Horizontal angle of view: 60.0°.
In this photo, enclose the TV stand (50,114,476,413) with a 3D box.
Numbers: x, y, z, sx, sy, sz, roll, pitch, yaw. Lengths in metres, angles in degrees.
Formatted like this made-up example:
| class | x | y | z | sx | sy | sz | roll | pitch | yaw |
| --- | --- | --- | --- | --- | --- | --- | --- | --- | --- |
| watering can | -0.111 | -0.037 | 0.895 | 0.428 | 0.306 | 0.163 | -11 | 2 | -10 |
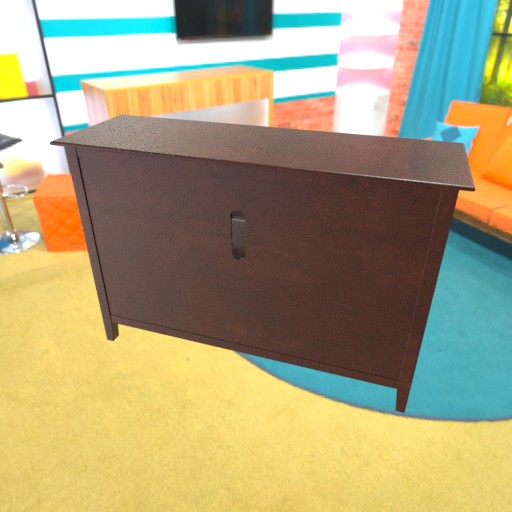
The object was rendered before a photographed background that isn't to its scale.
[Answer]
| class | x | y | z | sx | sy | sz | roll | pitch | yaw |
| --- | --- | --- | --- | --- | --- | --- | --- | --- | --- |
| TV stand | 0.000 | 0.000 | 1.767 | 1.372 | 0.915 | 0.445 | 10 | 32 | 16 |
